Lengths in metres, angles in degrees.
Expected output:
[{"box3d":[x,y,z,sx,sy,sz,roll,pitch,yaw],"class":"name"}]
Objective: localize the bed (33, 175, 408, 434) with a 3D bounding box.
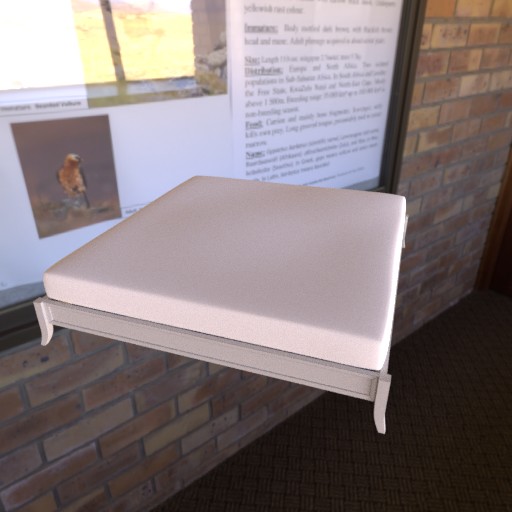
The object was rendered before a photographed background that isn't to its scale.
[{"box3d":[0.000,0.000,3.138,2.007,0.510,2.108,9,29,17],"class":"bed"}]
